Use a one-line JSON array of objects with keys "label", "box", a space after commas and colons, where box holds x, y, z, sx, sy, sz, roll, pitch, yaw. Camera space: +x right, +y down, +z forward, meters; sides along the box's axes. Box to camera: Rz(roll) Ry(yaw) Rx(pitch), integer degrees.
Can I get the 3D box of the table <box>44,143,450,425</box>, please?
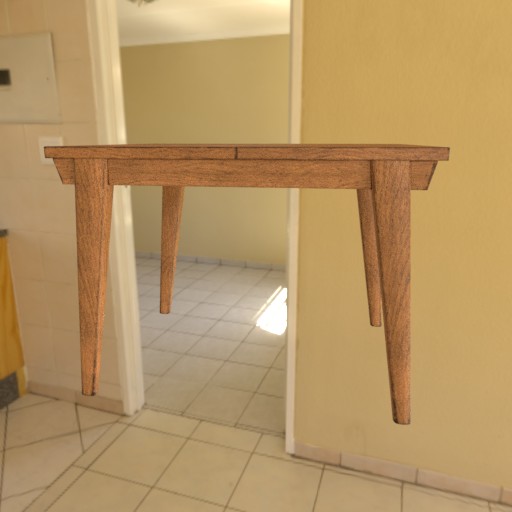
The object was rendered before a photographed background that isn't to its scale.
[{"label": "table", "box": [0.000, 0.000, 1.563, 1.027, 0.760, 0.757, 2, 15, 8]}]
